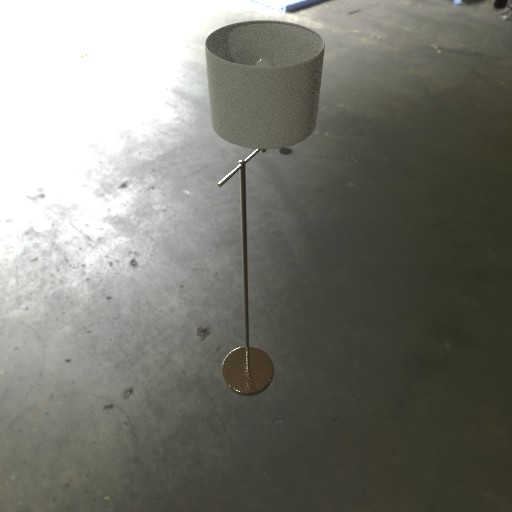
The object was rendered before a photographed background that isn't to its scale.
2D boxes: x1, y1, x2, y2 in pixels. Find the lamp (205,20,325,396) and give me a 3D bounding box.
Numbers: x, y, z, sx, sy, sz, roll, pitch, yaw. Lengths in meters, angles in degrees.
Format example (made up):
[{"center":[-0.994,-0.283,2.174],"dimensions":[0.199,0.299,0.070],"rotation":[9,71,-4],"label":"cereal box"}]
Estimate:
[{"center":[0.000,0.000,1.750],"dimensions":[0.324,1.600,0.416],"rotation":[24,51,21],"label":"lamp"}]
